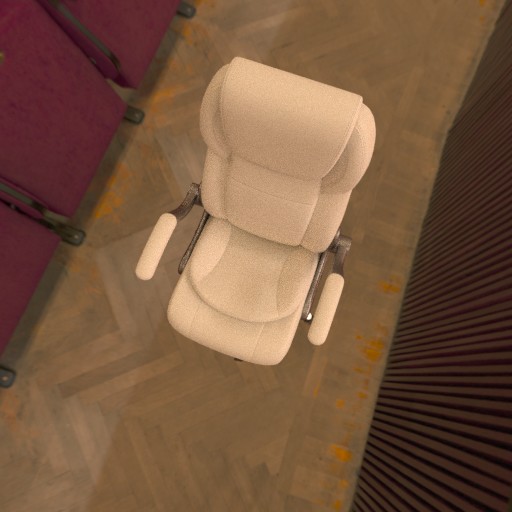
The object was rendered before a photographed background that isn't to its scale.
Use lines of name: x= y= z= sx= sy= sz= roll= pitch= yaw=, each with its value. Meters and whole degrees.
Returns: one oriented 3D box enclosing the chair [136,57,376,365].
chair: x=0.000 y=0.000 z=1.801 sx=0.755 sy=1.330 sz=0.806 roll=20 pitch=75 yaw=5
